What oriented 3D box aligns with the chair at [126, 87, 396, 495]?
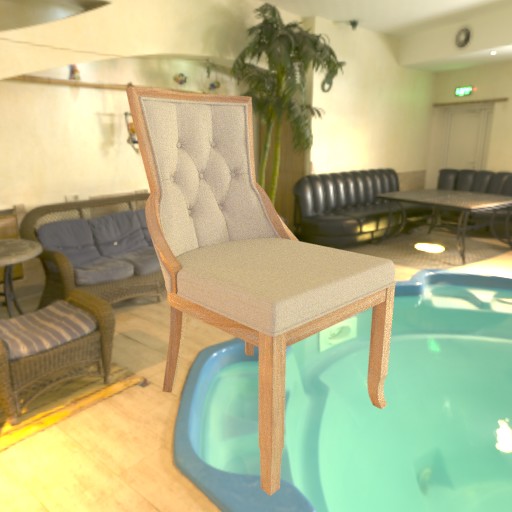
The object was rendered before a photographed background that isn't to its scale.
[{"bbox_3d":[0.000,0.000,1.312,0.524,0.947,0.641,-14,21,-42],"label":"chair"}]
